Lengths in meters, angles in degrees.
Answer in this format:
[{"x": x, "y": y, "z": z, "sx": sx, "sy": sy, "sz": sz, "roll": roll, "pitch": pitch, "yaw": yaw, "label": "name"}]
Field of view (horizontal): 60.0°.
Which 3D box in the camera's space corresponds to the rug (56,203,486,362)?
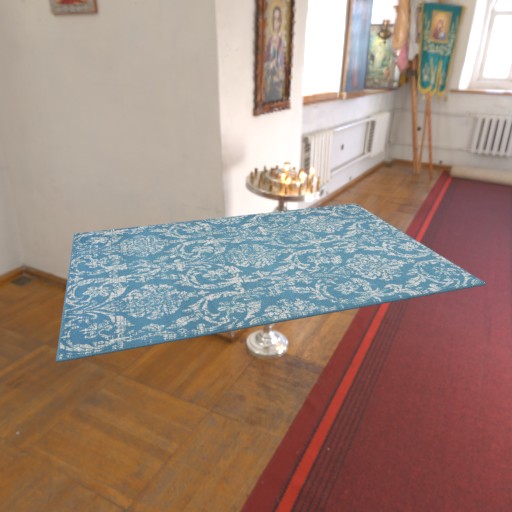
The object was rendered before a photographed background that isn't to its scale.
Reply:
[{"x": 0.000, "y": 0.000, "z": 3.448, "sx": 2.746, "sy": 0.018, "sz": 1.816, "roll": -8, "pitch": 26, "yaw": -16, "label": "rug"}]
